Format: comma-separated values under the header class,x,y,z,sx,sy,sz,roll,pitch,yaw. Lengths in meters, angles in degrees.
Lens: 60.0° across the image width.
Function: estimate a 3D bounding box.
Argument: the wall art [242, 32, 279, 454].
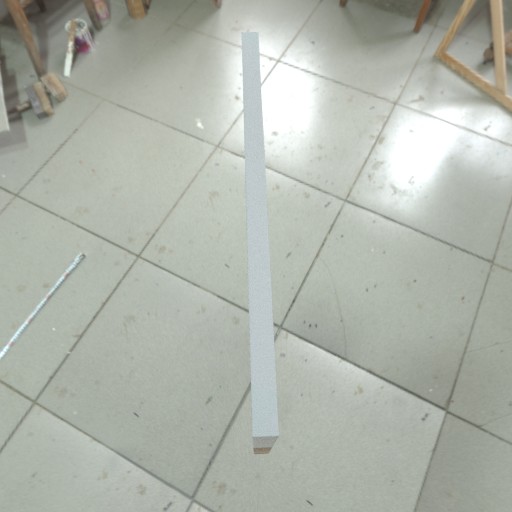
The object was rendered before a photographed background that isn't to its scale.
class,x,y,z,sx,sy,sz,roll,pitch,yaw
wall art,0.000,0.000,1.431,0.051,0.761,1.138,-2,64,-1
